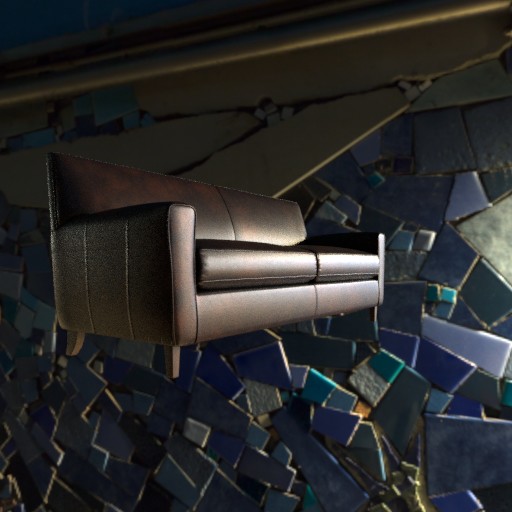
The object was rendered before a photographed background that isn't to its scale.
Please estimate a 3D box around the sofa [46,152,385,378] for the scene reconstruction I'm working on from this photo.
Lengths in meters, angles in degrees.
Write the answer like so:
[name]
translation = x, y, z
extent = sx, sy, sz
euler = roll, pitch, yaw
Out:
[sofa]
translation = 0.000, 0.000, 2.462
extent = 0.786, 0.871, 1.995
euler = -1, -1, 37
